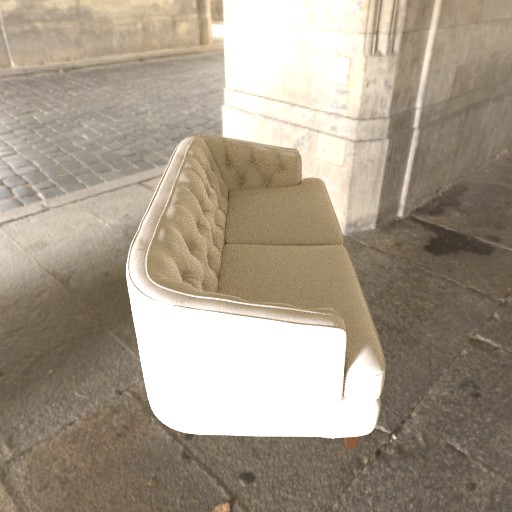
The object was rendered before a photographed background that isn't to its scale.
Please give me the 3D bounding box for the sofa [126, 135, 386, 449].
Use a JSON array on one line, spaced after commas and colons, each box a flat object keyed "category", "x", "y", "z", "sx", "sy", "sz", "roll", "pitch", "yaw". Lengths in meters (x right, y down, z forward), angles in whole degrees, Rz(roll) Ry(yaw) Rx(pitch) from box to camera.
[{"category": "sofa", "x": 0.000, "y": 0.000, "z": 2.238, "sx": 0.941, "sy": 0.855, "sz": 1.733, "roll": 0, "pitch": 32, "yaw": 0}]
